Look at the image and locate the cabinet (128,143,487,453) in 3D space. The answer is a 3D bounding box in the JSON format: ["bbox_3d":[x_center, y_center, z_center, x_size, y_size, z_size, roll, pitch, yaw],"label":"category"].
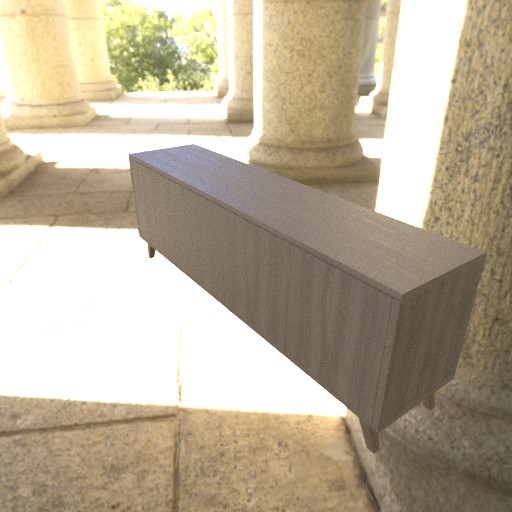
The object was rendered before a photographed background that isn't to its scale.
[{"bbox_3d":[0.000,0.000,2.467,0.499,0.779,2.198,-19,32,-32],"label":"cabinet"}]
